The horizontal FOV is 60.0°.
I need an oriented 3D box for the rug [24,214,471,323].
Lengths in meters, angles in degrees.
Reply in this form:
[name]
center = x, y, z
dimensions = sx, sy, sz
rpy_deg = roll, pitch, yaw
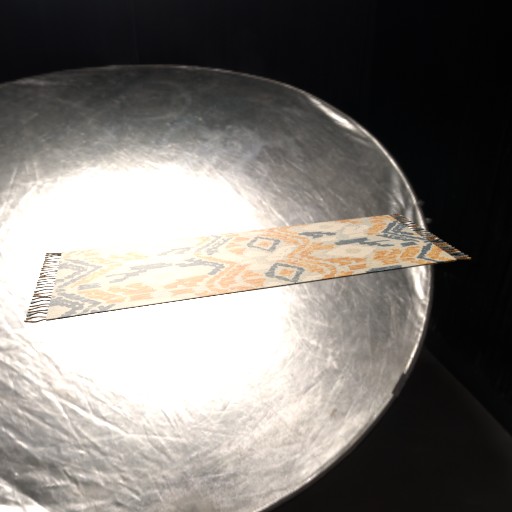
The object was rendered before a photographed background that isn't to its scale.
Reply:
[rug]
center = 0.000, 0.000, 2.656
dimensions = 2.437, 0.010, 0.783
rpy_deg = -7, 27, -14
